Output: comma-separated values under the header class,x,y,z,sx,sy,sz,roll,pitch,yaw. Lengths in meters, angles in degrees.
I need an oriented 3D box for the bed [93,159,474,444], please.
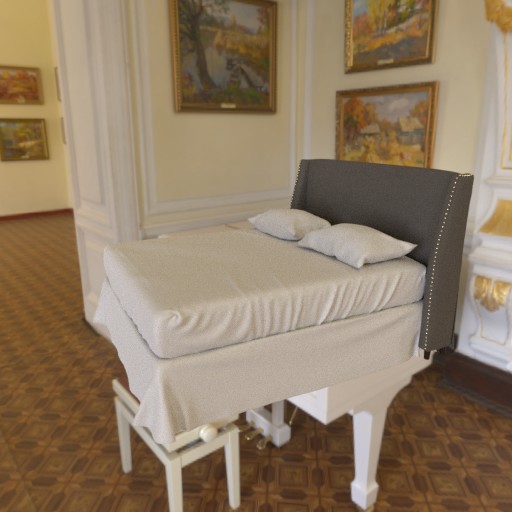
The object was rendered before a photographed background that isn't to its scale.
class,x,y,z,sx,sy,sz,roll,pitch,yaw
bed,0.000,0.000,3.386,2.276,1.332,1.925,-8,17,-26
